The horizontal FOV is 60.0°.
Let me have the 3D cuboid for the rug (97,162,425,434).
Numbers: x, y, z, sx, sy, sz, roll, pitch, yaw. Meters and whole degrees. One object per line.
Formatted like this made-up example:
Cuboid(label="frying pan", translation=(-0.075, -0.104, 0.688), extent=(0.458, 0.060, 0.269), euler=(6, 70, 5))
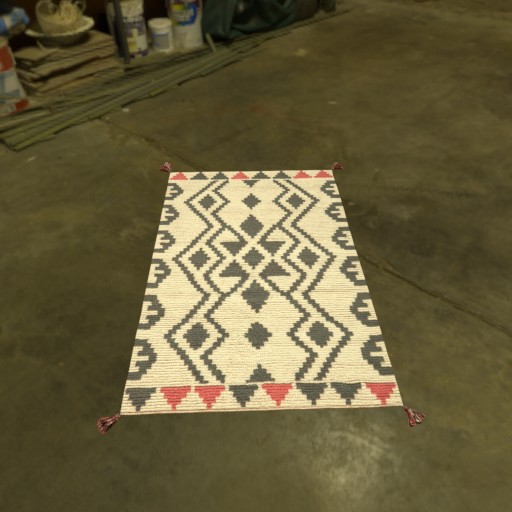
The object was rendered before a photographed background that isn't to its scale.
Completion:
Cuboid(label="rug", translation=(0.000, 0.000, 3.260), extent=(1.741, 0.066, 2.672), euler=(-1, 42, -1))
